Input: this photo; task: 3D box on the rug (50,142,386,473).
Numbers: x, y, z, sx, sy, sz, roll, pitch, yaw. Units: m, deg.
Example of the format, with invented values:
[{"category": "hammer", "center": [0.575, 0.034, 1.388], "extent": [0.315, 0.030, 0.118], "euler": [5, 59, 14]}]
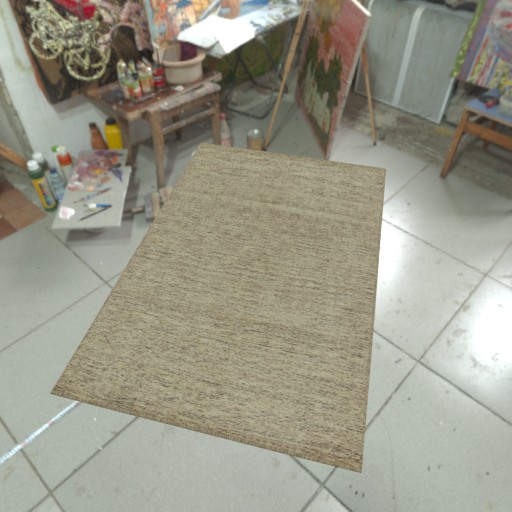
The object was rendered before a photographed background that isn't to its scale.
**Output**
[{"category": "rug", "center": [0.000, 0.000, 2.240], "extent": [1.211, 0.018, 1.822], "euler": [10, 48, 9]}]
